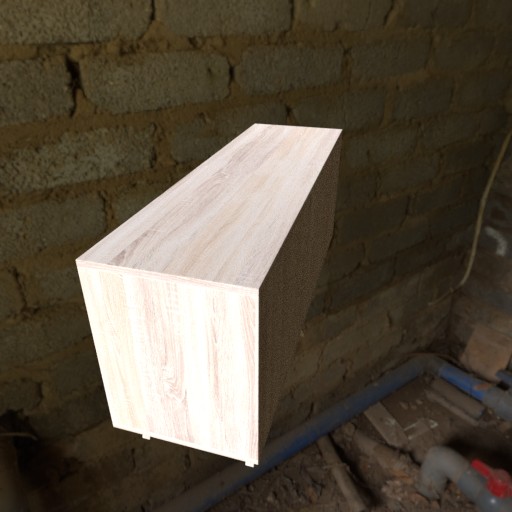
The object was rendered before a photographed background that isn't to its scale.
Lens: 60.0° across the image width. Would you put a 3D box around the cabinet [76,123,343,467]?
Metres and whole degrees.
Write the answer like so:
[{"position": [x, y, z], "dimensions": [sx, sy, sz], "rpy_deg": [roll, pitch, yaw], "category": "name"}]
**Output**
[{"position": [0.000, 0.000, 1.979], "dimensions": [0.500, 0.780, 1.650], "rpy_deg": [8, 30, 14], "category": "cabinet"}]
